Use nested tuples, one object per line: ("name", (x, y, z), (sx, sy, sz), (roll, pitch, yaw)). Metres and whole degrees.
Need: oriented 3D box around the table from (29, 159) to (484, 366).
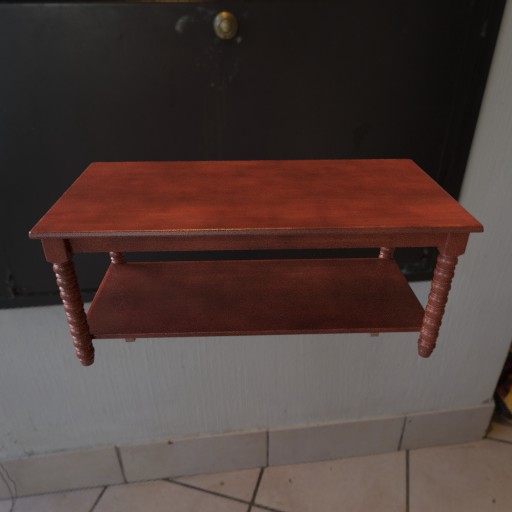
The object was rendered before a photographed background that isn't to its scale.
("table", (0.000, 0.000, 1.498), (1.171, 0.485, 0.580), (-1, 30, -2))
